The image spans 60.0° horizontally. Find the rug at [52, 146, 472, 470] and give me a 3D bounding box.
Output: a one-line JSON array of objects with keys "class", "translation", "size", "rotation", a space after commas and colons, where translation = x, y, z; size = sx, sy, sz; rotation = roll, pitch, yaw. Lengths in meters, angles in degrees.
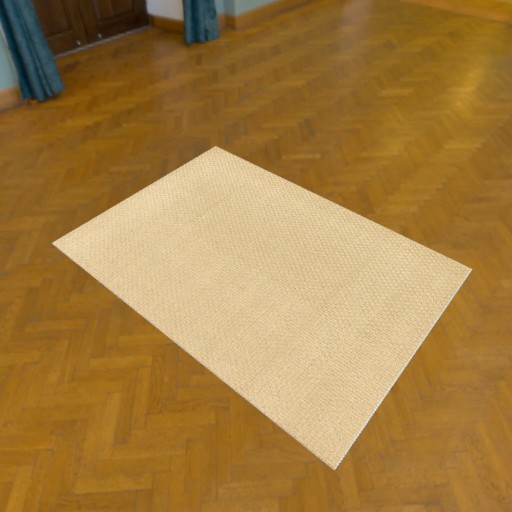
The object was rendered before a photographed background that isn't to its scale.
[{"class": "rug", "translation": [0.000, 0.000, 2.759], "size": [2.144, 0.013, 1.509], "rotation": [31, 53, 27]}]
